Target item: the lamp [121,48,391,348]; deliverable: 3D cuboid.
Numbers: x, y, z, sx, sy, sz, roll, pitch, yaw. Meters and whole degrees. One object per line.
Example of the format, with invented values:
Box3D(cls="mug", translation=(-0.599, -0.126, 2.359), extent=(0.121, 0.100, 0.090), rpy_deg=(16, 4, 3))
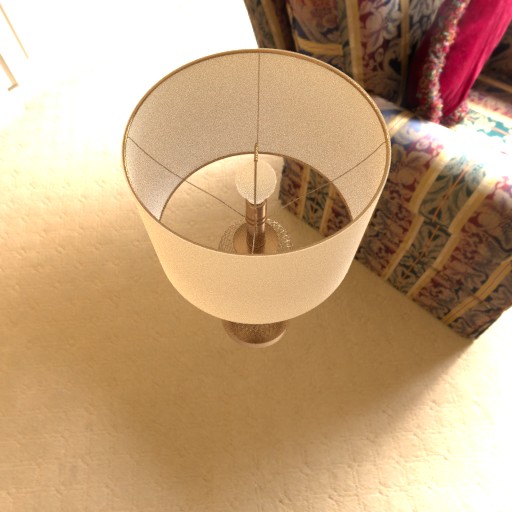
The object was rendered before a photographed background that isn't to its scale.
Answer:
Box3D(cls="lamp", translation=(0.000, 0.000, 0.631), extent=(0.252, 0.483, 0.252), rpy_deg=(1, 63, 1))
